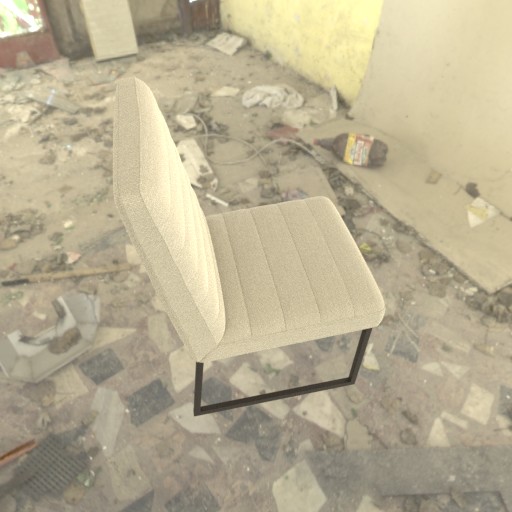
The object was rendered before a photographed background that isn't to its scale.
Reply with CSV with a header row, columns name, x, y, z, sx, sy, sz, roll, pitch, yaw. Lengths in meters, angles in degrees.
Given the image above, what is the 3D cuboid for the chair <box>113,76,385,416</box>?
name,x,y,z,sx,sy,sz,roll,pitch,yaw
chair,0.000,0.000,1.314,0.634,0.930,0.520,-9,46,-8
